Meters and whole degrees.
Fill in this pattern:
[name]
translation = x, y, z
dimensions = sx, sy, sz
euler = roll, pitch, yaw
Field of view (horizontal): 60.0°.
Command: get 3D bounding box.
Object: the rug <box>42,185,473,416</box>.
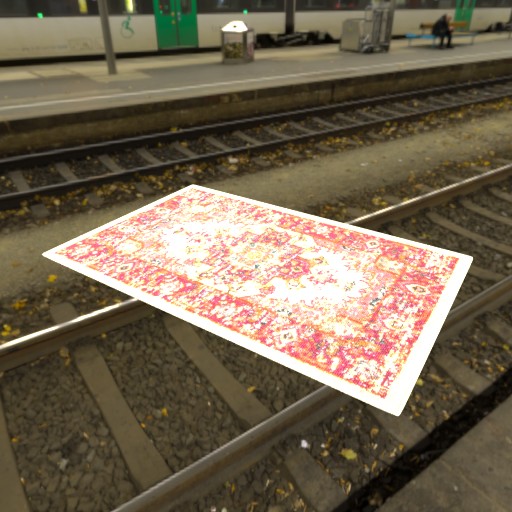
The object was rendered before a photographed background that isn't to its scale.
[rug]
translation = 0.000, 0.000, 1.055
dimensions = 0.868, 0.004, 0.556
euler = 18, 35, 28
